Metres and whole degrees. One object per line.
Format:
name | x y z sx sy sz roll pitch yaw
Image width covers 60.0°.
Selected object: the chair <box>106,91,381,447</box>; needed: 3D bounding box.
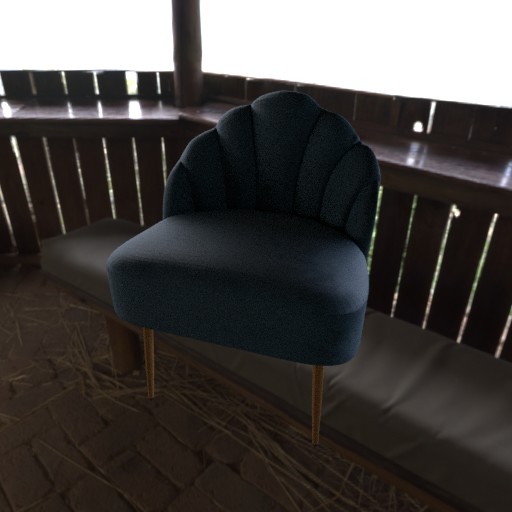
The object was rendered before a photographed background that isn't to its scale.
chair | 0.000 0.000 1.260 0.657 0.819 0.599 9 29 17
